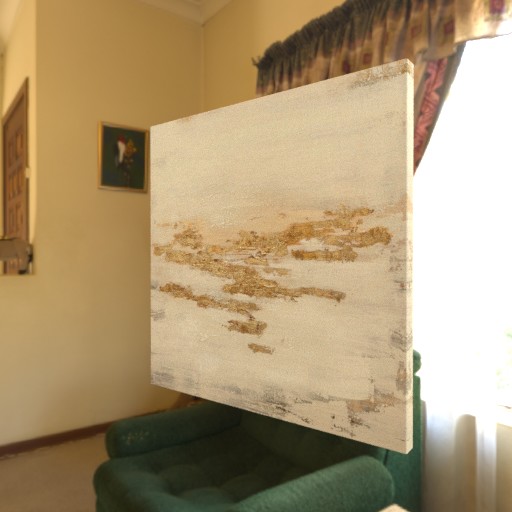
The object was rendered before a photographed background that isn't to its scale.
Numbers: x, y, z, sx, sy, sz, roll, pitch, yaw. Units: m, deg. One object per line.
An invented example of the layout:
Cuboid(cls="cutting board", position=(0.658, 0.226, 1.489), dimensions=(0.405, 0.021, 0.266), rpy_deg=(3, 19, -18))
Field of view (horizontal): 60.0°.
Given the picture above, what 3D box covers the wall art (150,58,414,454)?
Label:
Cuboid(cls="wall art", position=(0.000, 0.000, 1.087), dimensions=(0.753, 0.755, 0.038), rpy_deg=(0, 0, 37))
